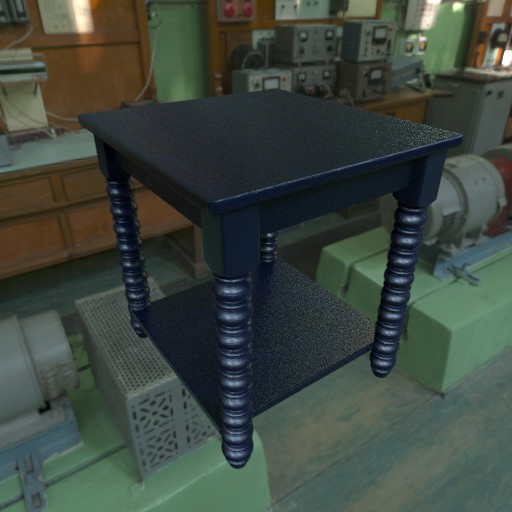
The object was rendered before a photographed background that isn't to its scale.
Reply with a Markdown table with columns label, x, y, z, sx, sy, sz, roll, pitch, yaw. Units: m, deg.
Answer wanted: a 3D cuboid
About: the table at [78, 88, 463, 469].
| label | x | y | z | sx | sy | sz | roll | pitch | yaw |
| --- | --- | --- | --- | --- | --- | --- | --- | --- | --- |
| table | 0.000 | 0.000 | 0.962 | 0.500 | 0.567 | 0.533 | -20 | 36 | -30 |
